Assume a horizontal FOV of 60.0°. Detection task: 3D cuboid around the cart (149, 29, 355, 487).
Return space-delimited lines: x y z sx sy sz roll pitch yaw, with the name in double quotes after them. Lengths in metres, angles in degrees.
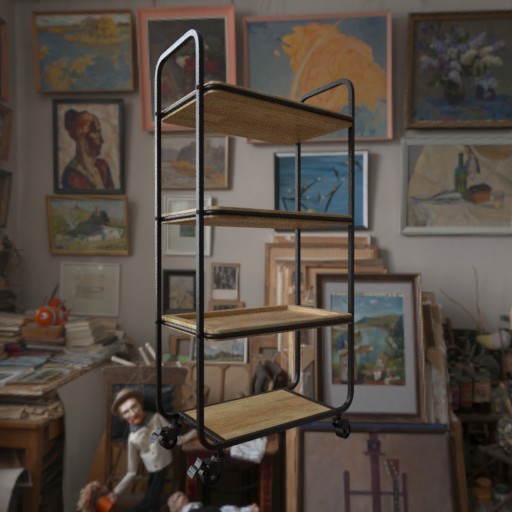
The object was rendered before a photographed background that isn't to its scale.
0.000 0.000 1.273 0.545 1.080 0.321 0 1 -35 "cart"
